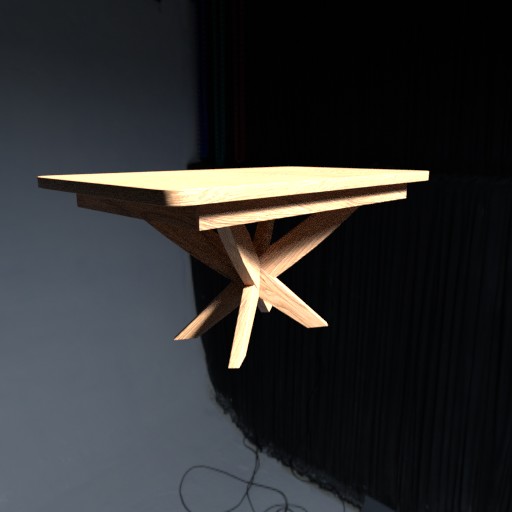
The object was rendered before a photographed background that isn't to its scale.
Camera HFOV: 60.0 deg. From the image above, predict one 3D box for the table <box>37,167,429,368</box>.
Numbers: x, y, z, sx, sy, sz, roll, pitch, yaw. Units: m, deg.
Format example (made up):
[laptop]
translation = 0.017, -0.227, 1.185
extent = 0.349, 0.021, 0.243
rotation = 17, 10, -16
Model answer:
[table]
translation = 0.000, 0.000, 2.100
extent = 0.950, 0.770, 1.600
rotation = 13, 18, 43
